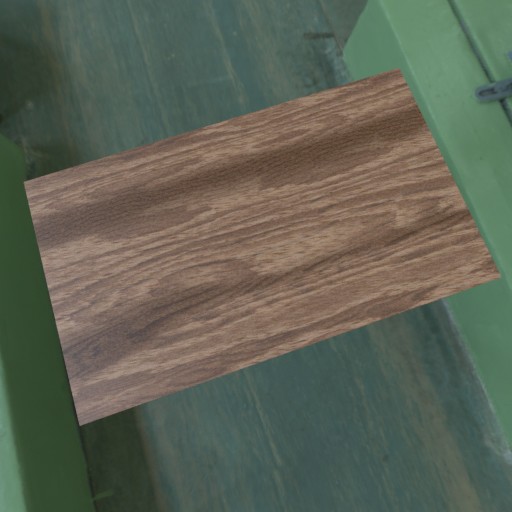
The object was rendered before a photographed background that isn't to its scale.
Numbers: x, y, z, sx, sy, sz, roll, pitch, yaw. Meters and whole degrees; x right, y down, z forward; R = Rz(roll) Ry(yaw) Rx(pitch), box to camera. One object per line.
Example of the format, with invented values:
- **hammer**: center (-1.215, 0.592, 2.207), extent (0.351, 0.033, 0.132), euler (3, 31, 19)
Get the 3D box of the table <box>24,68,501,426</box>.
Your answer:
- **table**: center (0.000, 0.000, 1.775), extent (1.349, 0.724, 0.801), euler (-18, 76, -5)
